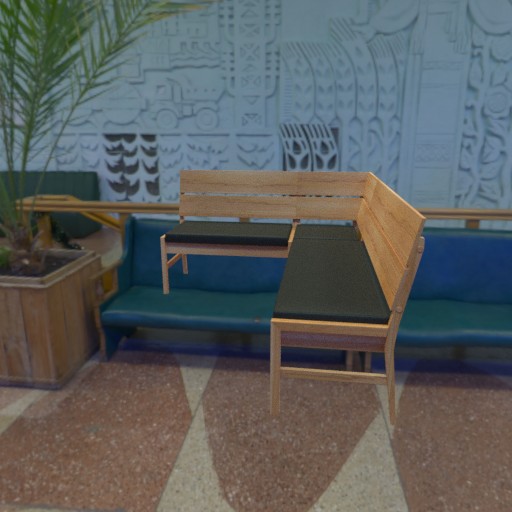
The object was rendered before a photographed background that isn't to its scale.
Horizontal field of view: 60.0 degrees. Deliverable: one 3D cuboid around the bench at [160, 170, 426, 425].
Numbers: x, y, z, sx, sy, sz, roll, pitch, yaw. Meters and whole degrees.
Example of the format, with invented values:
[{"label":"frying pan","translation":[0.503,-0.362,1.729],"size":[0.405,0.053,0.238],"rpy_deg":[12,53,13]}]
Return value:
[{"label":"bench","translation":[0.000,0.000,2.779],"size":[1.548,0.890,1.948],"rpy_deg":[2,16,8]}]
